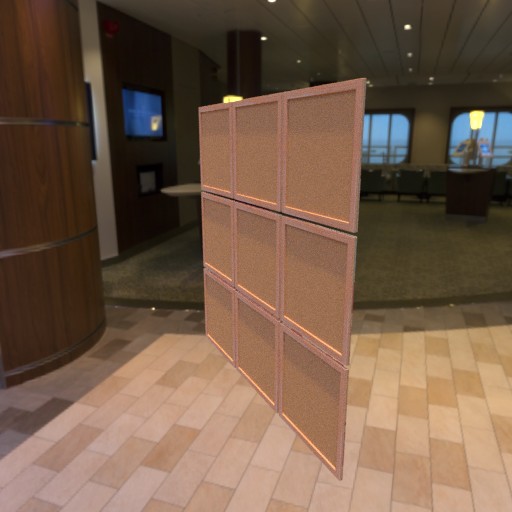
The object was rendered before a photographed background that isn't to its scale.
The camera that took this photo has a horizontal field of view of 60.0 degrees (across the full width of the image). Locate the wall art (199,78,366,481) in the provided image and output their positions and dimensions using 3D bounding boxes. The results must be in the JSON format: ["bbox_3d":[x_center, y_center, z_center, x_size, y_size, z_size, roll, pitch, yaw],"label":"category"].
[{"bbox_3d":[0.000,0.000,1.804,0.013,1.220,1.216,-7,16,-26],"label":"wall art"}]
